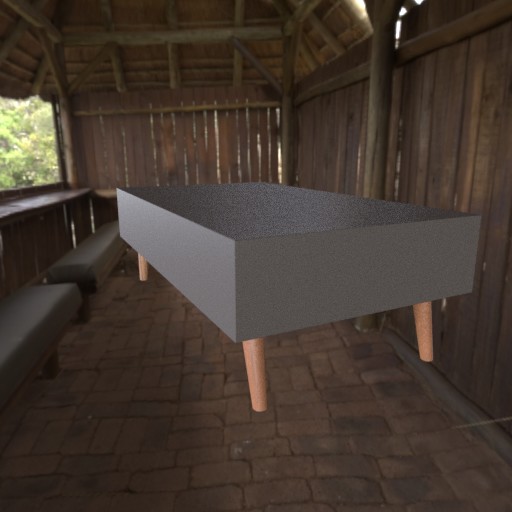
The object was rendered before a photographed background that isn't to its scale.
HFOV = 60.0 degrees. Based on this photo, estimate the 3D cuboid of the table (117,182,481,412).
[{"bbox_3d":[0.000,0.000,1.545,0.703,0.404,1.201,-7,16,-26],"label":"table"}]
